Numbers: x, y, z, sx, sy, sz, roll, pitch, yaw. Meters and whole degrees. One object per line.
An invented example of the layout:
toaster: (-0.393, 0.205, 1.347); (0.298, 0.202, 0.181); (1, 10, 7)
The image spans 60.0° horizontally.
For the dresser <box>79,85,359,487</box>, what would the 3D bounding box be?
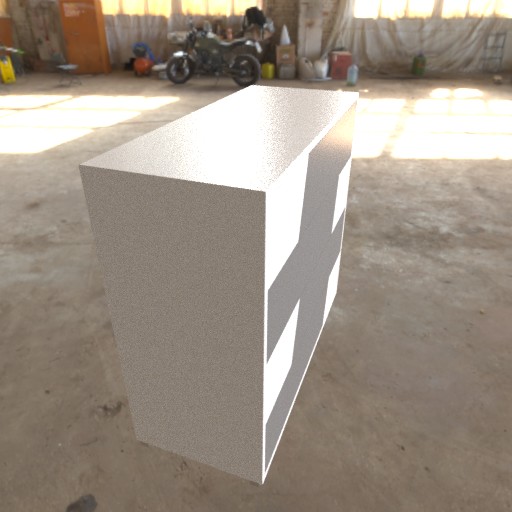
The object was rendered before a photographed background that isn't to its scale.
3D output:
dresser: (0.000, 0.000, 1.646); (0.460, 1.000, 1.100); (11, 32, 18)
